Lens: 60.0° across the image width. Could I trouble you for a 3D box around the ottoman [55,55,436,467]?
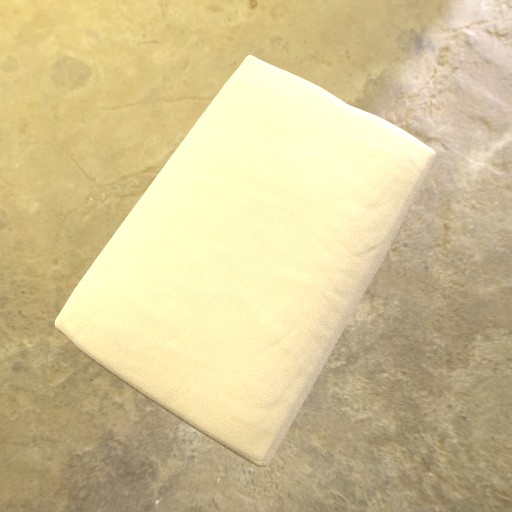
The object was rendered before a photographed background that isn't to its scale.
[{"bbox_3d":[0.000,0.000,1.189,0.590,0.444,0.872,30,76,8],"label":"ottoman"}]
